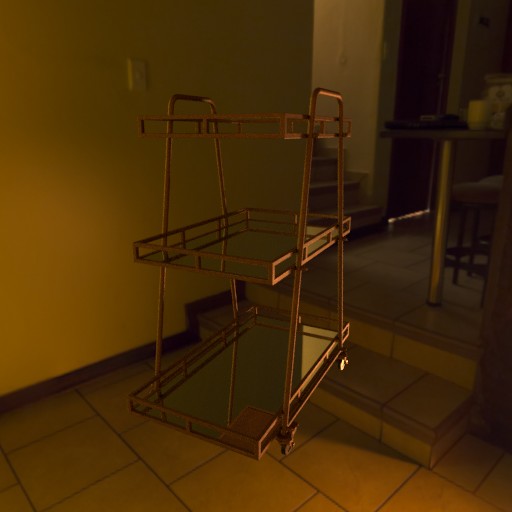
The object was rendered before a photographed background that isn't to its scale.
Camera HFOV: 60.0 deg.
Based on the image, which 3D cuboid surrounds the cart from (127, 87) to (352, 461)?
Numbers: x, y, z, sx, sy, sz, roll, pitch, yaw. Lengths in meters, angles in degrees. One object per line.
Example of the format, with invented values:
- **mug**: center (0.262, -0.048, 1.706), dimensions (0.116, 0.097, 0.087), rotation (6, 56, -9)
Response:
- **cart**: center (0.000, 0.000, 1.276), dimensions (0.441, 0.883, 0.711), rotation (8, 18, 26)
